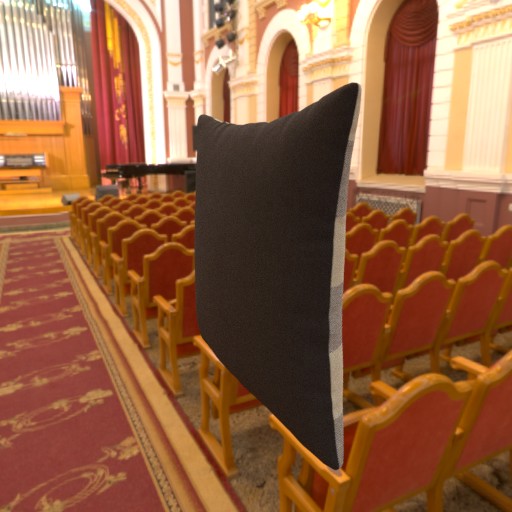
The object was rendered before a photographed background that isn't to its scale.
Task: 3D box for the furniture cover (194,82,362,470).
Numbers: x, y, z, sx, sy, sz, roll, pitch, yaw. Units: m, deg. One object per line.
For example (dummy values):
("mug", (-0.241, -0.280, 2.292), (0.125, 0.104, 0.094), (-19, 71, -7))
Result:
("furniture cover", (0.000, 0.000, 0.776), (0.161, 0.509, 0.511), (-7, 15, -26))
